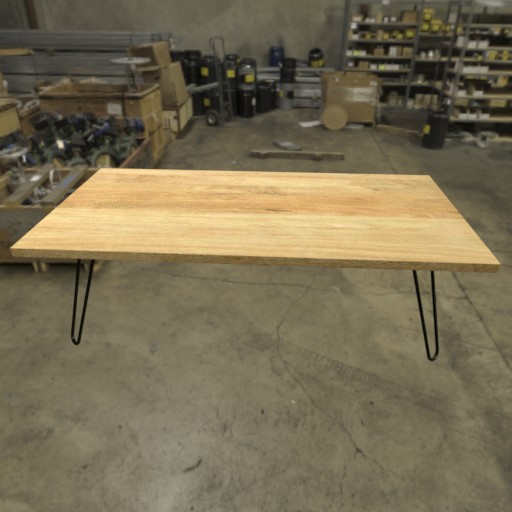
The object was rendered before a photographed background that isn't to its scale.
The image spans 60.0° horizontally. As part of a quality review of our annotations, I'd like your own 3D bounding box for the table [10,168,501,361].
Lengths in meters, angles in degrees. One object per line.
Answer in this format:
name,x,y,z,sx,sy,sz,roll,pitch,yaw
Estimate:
table,0.000,0.000,1.614,1.348,0.400,0.699,2,30,3
